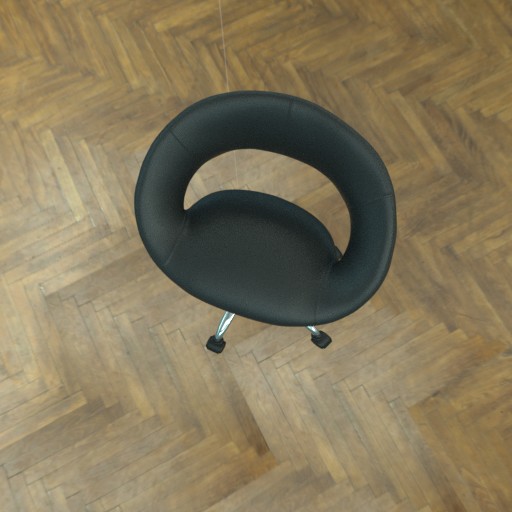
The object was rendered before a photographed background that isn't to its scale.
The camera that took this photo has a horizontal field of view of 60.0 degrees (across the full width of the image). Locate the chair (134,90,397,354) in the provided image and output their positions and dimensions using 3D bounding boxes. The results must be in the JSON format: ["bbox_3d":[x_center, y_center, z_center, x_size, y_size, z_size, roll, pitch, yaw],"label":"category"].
[{"bbox_3d":[0.000,0.000,1.171,0.612,0.791,0.538,19,76,5],"label":"chair"}]
